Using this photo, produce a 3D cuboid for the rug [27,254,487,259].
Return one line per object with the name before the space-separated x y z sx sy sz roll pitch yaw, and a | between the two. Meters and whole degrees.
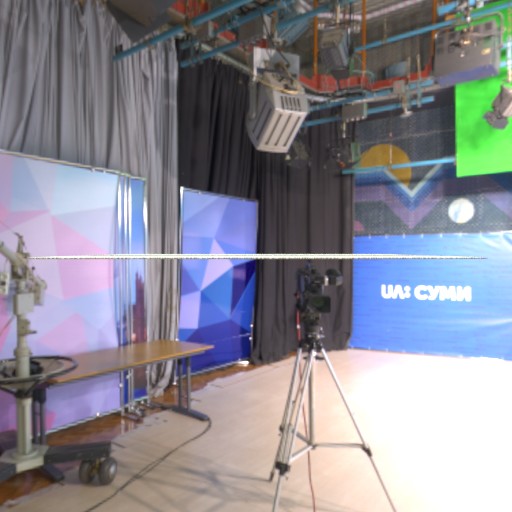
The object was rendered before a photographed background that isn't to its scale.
rug | 0.000 0.000 2.344 1.815 0.007 1.226 0 1 -1
